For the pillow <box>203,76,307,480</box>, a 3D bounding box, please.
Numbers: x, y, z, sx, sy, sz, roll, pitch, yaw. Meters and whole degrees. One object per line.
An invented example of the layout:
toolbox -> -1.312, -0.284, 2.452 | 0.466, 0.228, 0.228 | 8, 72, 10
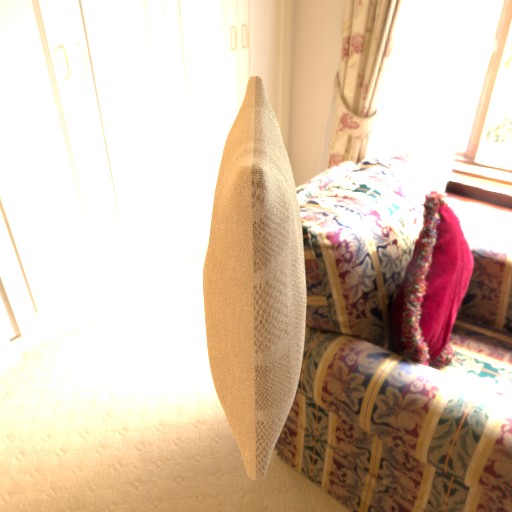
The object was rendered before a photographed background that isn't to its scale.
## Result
pillow -> 0.000, 0.000, 0.657 | 0.138, 0.432, 0.436 | 0, 32, 0
